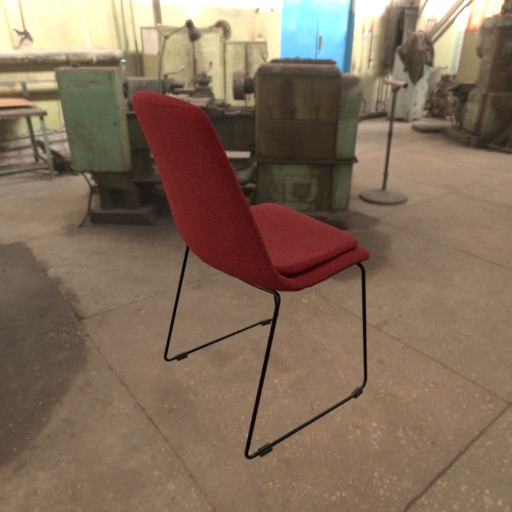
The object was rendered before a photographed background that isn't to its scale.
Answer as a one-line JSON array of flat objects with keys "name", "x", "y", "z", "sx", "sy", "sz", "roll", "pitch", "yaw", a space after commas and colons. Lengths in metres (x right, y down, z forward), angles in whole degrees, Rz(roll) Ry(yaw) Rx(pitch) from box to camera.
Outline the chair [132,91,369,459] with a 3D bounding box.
[{"name": "chair", "x": 0.000, "y": 0.000, "z": 1.191, "sx": 0.518, "sy": 0.858, "sz": 0.479, "roll": -17, "pitch": 31, "yaw": -32}]
